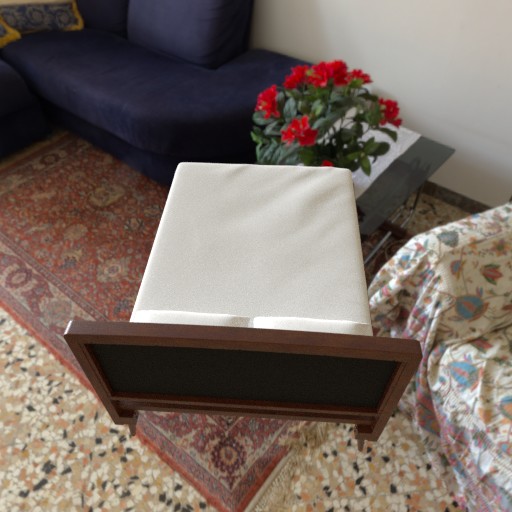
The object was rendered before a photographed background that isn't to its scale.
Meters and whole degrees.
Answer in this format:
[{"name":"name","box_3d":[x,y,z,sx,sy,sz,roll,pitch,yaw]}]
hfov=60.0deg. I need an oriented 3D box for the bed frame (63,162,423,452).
[{"name":"bed frame","box_3d":[0.000,0.000,3.107,1.587,1.279,2.171,3,48,3]}]
